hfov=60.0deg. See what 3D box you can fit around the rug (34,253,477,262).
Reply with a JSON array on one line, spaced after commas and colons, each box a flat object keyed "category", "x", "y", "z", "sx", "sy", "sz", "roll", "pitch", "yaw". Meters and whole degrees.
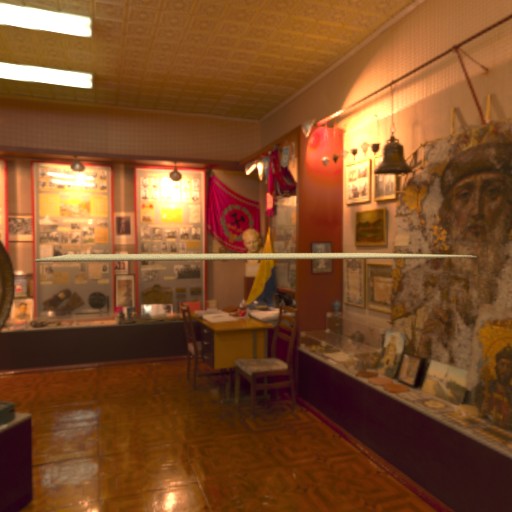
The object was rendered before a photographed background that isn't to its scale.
[{"category": "rug", "x": 0.000, "y": 0.000, "z": 1.448, "sx": 1.219, "sy": 0.007, "sz": 0.604, "roll": 0, "pitch": 1, "yaw": -18}]
